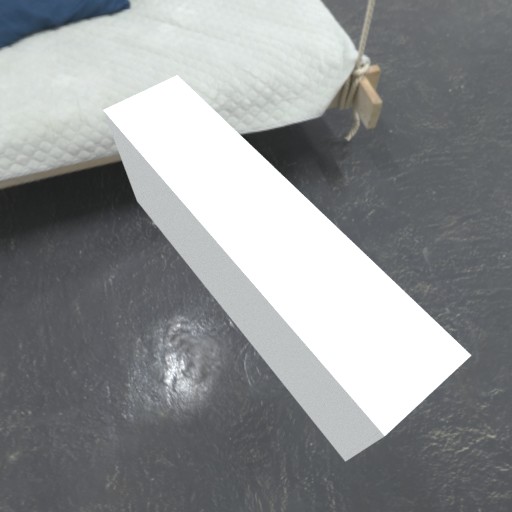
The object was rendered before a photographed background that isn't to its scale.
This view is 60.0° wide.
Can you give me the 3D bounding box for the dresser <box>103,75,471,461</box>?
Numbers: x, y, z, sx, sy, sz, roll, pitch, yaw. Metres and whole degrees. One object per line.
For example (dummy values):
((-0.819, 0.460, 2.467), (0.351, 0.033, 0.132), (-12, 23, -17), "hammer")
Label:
((0.000, 0.000, 2.520), (0.500, 0.840, 2.200), (-34, 65, -18), "dresser")
